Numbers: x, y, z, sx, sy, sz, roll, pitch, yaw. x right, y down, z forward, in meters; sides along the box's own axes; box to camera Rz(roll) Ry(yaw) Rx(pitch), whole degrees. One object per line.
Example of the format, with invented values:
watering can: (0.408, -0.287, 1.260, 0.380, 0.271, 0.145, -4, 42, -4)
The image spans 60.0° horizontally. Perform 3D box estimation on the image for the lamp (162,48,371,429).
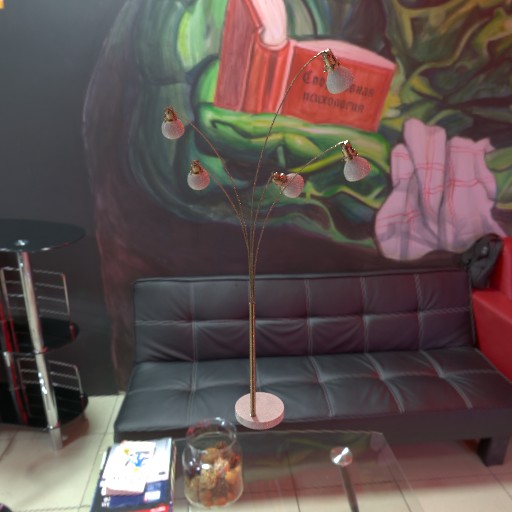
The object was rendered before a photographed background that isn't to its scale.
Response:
lamp: (0.000, 0.000, 2.928, 1.405, 2.423, 0.361, 9, 19, 26)
